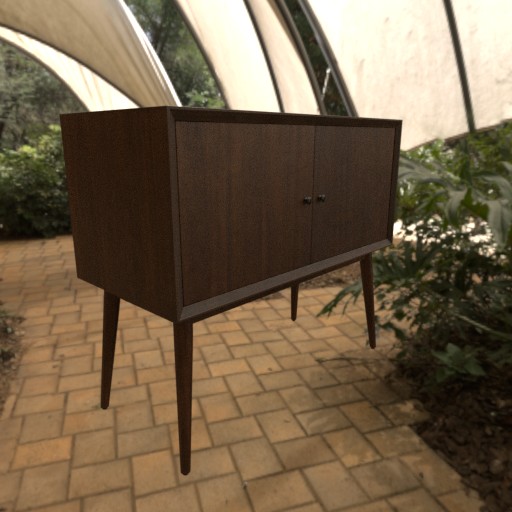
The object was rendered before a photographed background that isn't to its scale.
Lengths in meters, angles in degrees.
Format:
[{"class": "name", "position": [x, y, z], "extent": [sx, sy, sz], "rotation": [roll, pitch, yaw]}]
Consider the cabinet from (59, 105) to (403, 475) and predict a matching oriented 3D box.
[{"class": "cabinet", "position": [0.000, 0.000, 1.094], "extent": [0.354, 0.654, 0.743], "rotation": [14, 20, 41]}]
